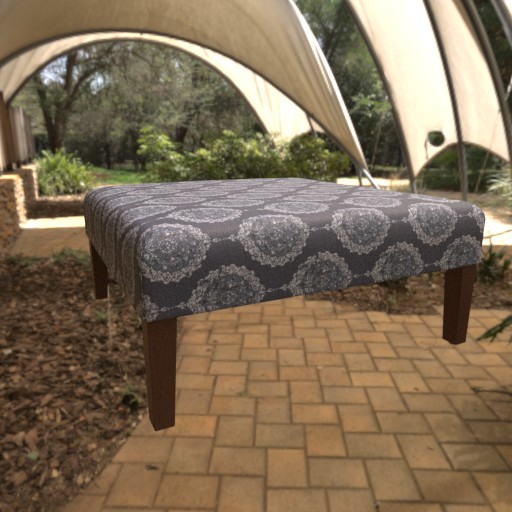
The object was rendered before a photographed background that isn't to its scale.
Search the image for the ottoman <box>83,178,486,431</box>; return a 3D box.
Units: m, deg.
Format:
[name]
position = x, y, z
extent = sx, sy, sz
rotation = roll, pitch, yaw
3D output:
[ottoman]
position = 0.000, 0.000, 1.362
extent = 0.890, 0.409, 0.889
rotation = -7, 16, -26
